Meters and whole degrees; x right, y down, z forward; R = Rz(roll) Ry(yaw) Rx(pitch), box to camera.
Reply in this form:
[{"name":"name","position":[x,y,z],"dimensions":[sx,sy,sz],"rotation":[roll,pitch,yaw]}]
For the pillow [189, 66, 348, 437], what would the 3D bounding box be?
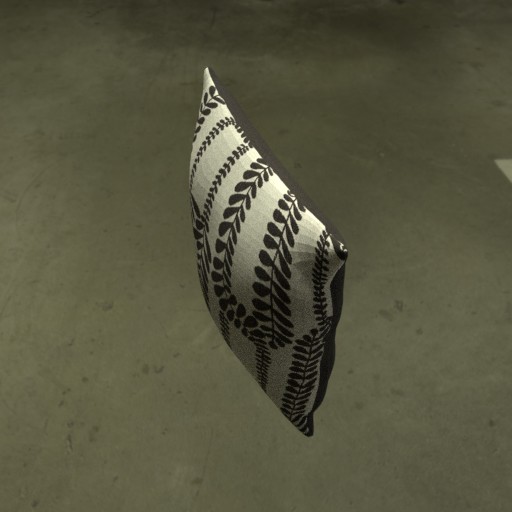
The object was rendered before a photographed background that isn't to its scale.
[{"name":"pillow","position":[0.000,0.000,0.700],"dimensions":[0.182,0.441,0.440],"rotation":[-16,48,-15]}]
